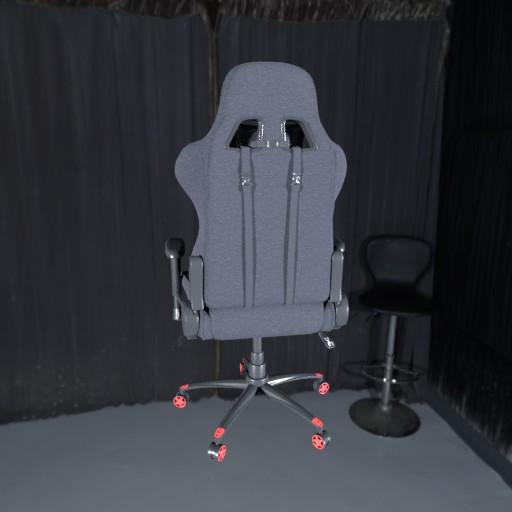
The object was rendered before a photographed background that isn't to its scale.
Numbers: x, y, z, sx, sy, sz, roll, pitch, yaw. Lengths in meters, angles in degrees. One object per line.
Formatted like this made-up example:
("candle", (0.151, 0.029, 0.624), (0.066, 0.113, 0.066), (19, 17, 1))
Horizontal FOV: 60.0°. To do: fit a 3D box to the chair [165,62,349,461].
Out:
("chair", (0.000, 0.000, 1.739), (0.695, 1.326, 0.658), (-2, 13, -10))
